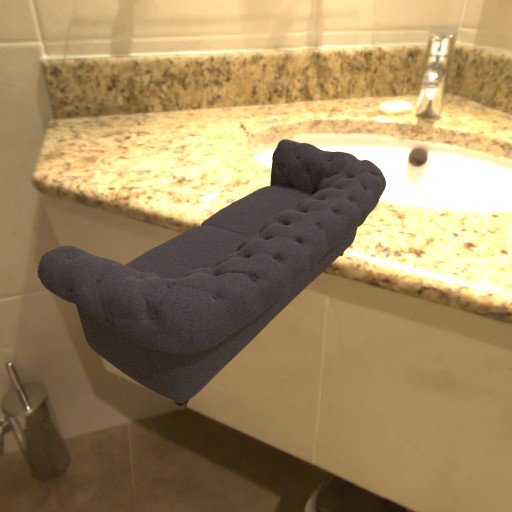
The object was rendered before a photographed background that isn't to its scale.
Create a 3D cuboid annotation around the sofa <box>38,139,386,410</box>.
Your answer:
[{"bbox_3d":[0.000,0.000,2.877,1.046,0.836,2.335,21,38,29],"label":"sofa"}]
